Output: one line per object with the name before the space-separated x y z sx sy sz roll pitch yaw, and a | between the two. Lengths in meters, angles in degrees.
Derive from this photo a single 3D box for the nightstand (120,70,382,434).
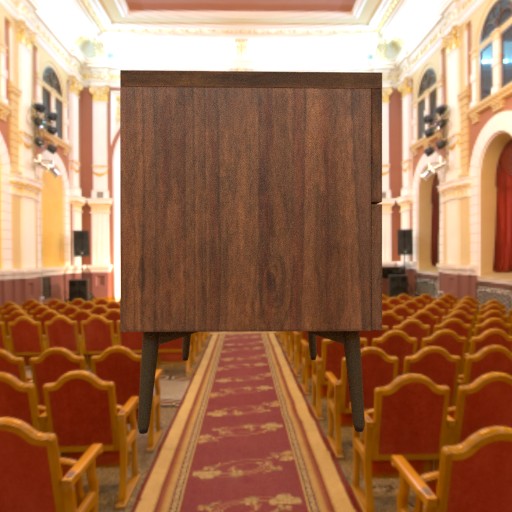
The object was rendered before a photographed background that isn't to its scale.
nightstand | 0.000 0.000 1.036 0.458 0.610 0.610 0 0 -1
